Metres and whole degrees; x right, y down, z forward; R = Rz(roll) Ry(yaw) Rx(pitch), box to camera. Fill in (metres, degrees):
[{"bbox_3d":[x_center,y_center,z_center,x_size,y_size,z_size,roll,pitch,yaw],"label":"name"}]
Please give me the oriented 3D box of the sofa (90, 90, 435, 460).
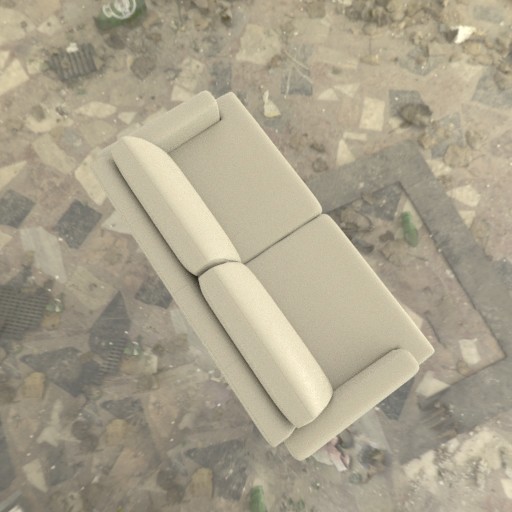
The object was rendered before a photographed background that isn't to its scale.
[{"bbox_3d":[0.000,0.000,2.438,0.974,0.765,1.940,-34,77,-9],"label":"sofa"}]
